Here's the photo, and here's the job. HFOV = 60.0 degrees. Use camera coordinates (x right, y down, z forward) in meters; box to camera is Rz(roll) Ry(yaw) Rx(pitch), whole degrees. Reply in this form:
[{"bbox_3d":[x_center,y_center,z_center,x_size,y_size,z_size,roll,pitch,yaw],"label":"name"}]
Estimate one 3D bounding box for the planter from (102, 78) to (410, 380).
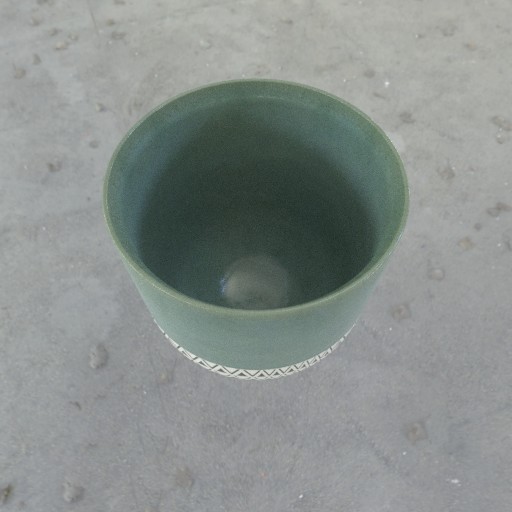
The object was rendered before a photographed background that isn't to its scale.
[{"bbox_3d":[0.000,0.000,0.502,0.266,0.270,0.266,0,58,0],"label":"planter"}]
